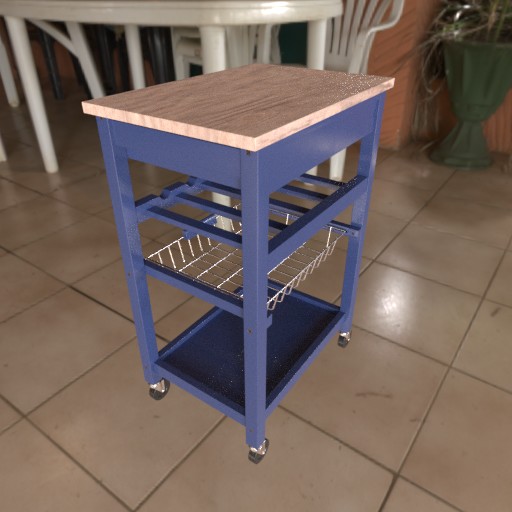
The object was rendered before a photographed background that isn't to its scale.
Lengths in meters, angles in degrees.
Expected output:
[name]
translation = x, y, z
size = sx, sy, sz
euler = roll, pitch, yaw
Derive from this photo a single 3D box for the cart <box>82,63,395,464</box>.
[cart]
translation = 0.000, 0.000, 1.162
size = 0.403, 0.839, 0.584
euler = 20, 37, 29
